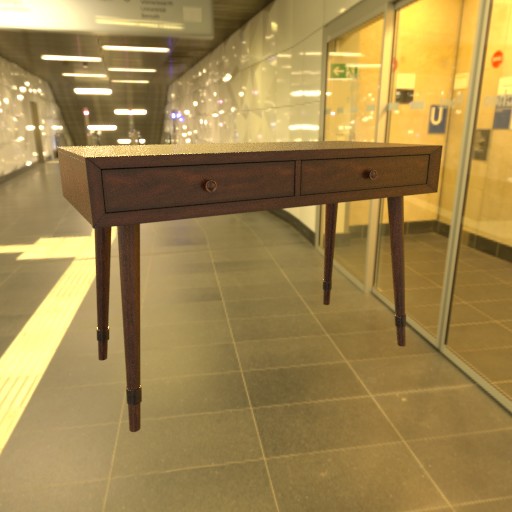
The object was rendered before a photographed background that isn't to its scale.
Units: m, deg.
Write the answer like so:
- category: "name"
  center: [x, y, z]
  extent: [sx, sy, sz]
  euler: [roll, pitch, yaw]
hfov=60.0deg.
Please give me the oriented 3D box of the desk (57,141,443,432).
- category: "desk"
  center: [0.000, 0.000, 2.139]
  extent: [1.577, 1.031, 0.734]
  euler: [-9, 19, -28]
